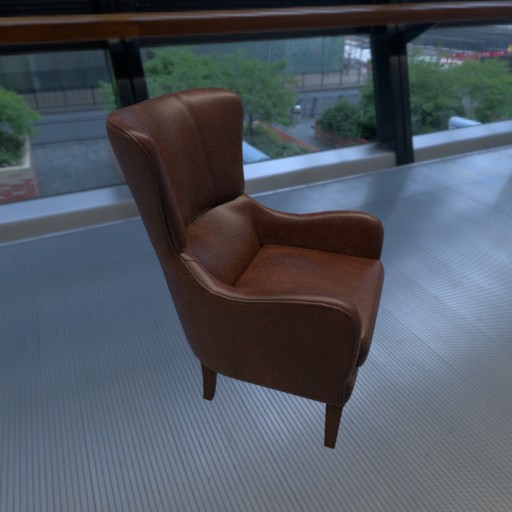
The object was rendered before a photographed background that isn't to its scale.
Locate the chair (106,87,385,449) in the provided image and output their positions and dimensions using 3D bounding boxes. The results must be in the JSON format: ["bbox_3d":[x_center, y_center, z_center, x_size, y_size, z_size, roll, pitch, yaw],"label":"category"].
[{"bbox_3d":[0.000,0.000,1.629,0.914,1.048,0.692,10,32,17],"label":"chair"}]
